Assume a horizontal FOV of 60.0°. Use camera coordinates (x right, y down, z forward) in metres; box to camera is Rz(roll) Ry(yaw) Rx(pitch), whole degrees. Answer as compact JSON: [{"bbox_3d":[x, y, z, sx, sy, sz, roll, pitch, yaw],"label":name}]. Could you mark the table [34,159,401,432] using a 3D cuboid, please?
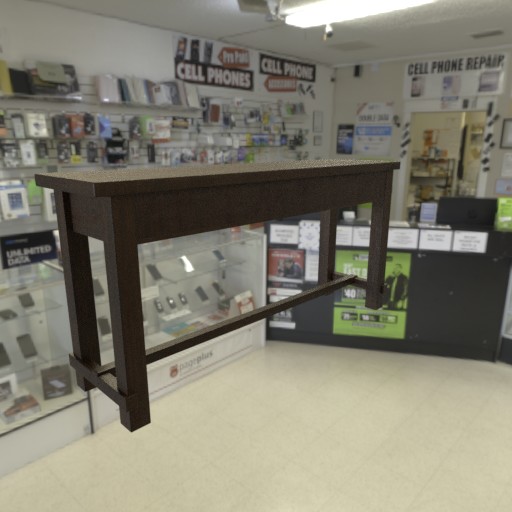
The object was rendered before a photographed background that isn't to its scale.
[{"bbox_3d":[0.000,0.000,1.910,1.599,0.762,0.442,-14,20,-43],"label":"table"}]
